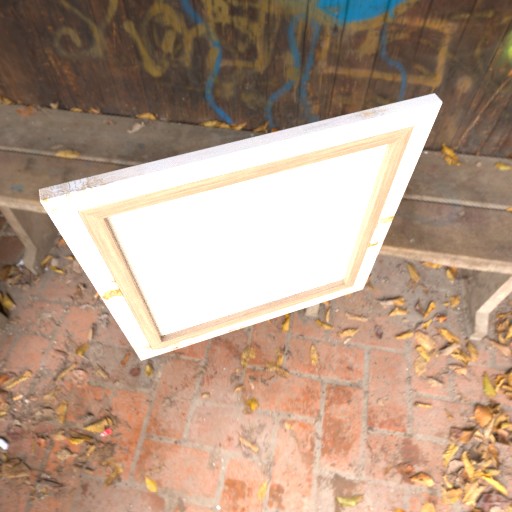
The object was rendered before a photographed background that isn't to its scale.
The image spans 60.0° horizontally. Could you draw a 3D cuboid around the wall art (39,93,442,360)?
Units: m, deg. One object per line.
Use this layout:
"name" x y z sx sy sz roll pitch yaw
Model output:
"wall art" 0.000 0.000 1.498 1.015 1.018 0.040 -16 59 -10
